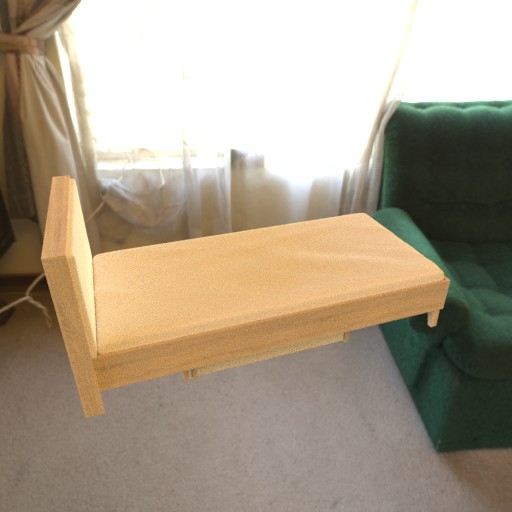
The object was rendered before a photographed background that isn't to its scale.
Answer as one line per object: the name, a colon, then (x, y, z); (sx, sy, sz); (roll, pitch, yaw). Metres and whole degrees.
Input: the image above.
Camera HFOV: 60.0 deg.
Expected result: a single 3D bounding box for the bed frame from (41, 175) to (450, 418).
bed frame: (0.000, 0.000, 2.688); (2.140, 0.920, 0.990); (-10, 31, -17)
